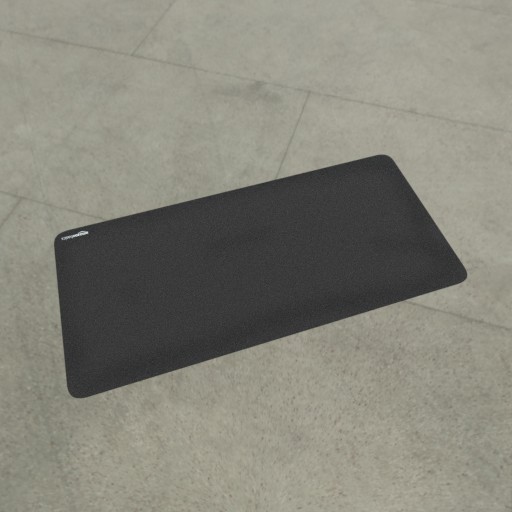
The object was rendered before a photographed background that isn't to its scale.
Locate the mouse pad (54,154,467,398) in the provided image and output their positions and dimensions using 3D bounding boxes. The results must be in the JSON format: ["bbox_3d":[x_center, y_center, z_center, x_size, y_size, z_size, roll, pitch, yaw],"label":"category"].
[{"bbox_3d":[0.000,0.000,1.050,0.907,0.003,0.424,-15,59,-9],"label":"mouse pad"}]
